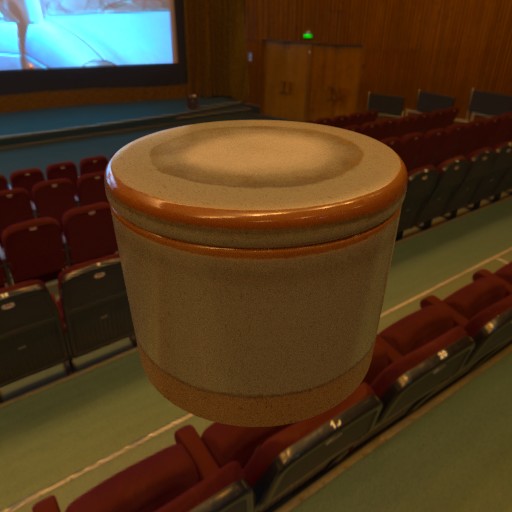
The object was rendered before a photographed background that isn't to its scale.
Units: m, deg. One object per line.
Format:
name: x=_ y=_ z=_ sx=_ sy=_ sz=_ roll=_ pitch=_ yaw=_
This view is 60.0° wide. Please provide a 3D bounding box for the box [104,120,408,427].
box: x=0.000 y=0.000 z=0.209 sx=0.123 sy=0.100 sz=0.123 roll=0 pitch=30 yaw=0
